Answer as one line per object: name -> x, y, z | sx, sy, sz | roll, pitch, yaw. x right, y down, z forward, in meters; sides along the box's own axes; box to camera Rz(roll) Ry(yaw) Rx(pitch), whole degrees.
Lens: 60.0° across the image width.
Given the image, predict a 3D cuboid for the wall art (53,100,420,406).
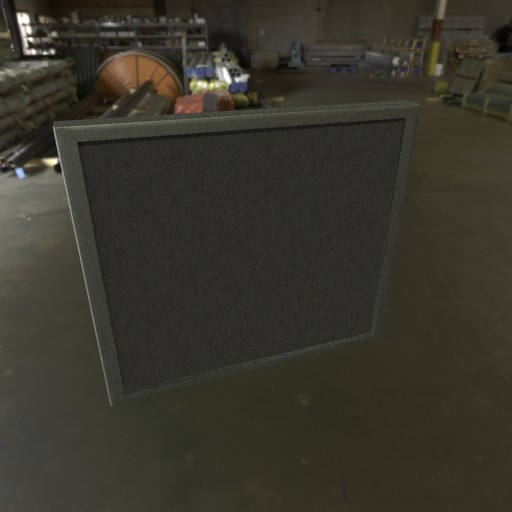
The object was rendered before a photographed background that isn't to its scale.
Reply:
wall art -> 0.000, 0.000, 0.525 | 0.380, 0.330, 0.028 | -9, 29, -17
